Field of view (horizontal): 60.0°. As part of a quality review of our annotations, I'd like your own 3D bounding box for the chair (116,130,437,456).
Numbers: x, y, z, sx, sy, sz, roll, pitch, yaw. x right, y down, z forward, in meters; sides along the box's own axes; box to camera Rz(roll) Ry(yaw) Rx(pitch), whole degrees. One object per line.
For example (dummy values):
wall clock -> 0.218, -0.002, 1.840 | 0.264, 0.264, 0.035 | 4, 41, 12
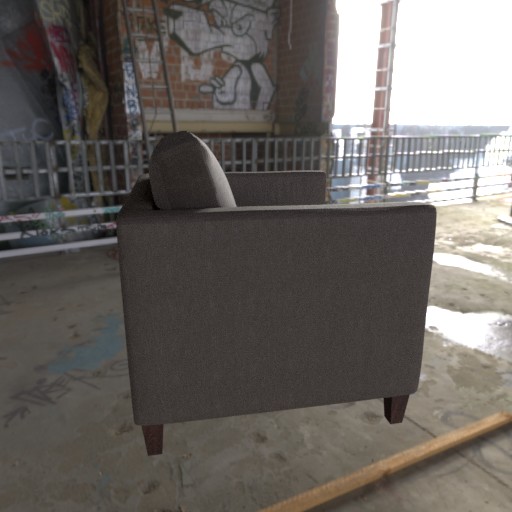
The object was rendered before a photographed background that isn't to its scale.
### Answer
chair -> 0.000, 0.000, 1.787 | 0.959, 0.963, 1.107 | -3, 17, -10
